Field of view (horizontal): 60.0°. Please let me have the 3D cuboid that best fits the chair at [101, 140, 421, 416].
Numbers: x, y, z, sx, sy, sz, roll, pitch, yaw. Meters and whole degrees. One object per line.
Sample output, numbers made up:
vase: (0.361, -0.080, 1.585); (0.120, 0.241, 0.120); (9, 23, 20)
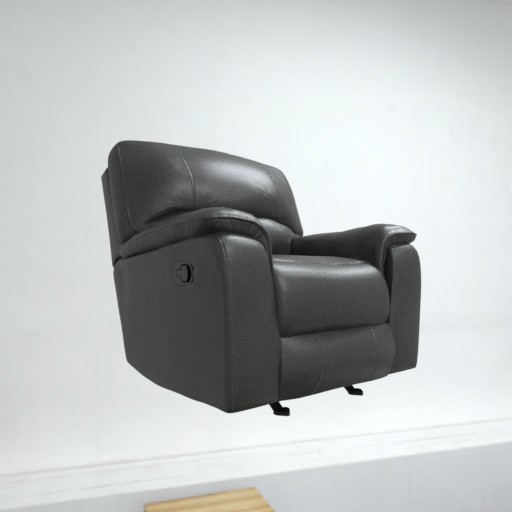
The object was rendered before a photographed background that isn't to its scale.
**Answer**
chair: (0.000, 0.000, 1.965); (1.096, 1.109, 1.087); (1, -2, -38)
